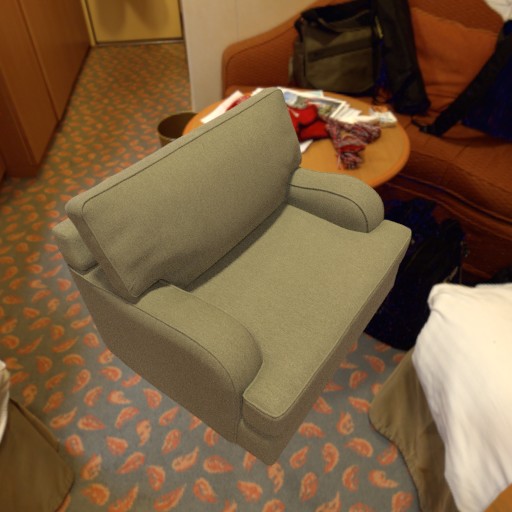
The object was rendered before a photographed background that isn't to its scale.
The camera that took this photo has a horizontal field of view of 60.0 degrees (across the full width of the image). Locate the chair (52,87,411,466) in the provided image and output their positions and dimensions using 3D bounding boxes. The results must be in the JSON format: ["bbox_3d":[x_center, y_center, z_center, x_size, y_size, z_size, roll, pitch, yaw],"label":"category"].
[{"bbox_3d":[0.000,0.000,1.973,1.041,1.016,1.220,26,48,25],"label":"chair"}]
